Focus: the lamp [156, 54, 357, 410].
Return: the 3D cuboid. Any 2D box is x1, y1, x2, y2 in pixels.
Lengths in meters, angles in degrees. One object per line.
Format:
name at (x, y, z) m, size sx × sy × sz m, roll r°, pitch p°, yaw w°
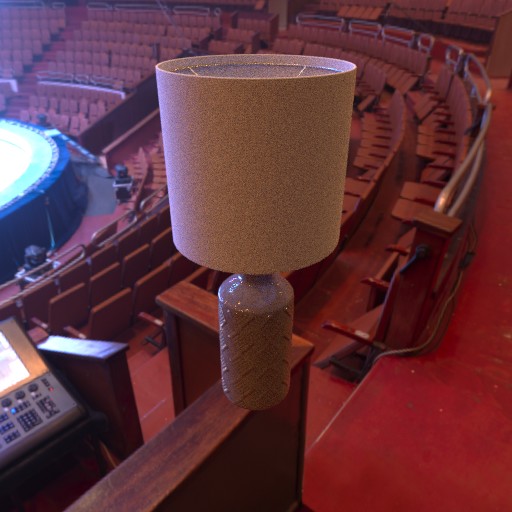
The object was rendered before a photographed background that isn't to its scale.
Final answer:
lamp at (0.000, 0.000, 0.576) m, size 0.207 × 0.461 × 0.207 m, roll 21°, pitch 36°, yaw 32°
